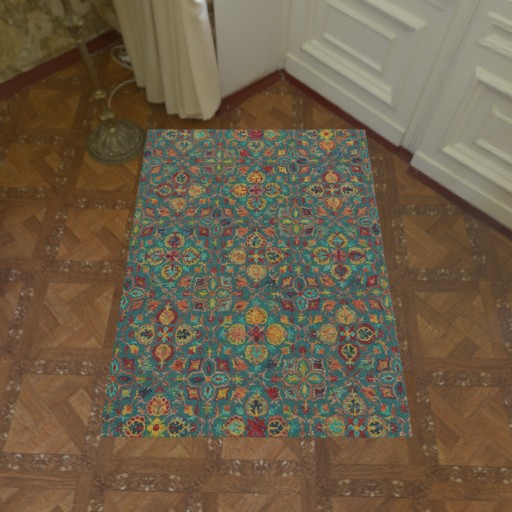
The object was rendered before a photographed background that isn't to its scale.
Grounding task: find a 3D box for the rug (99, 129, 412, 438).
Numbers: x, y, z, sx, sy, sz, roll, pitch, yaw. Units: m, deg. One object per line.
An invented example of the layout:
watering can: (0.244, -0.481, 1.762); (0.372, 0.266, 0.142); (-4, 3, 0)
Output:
rug: (0.000, 0.000, 4.197); (2.434, 0.025, 3.204); (0, 62, 0)
